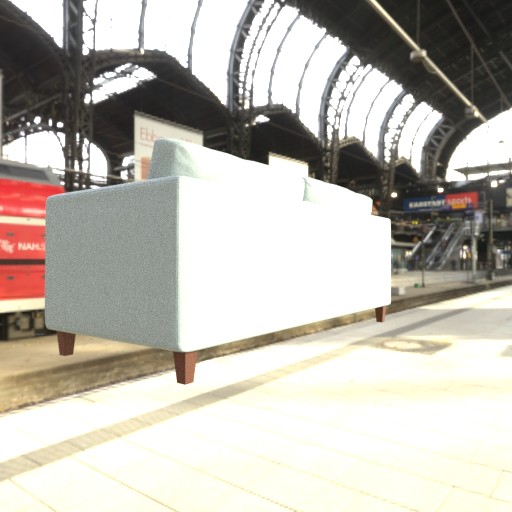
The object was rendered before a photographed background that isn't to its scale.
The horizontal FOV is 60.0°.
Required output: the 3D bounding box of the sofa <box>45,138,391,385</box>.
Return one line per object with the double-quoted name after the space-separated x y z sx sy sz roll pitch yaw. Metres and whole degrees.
0.000 0.000 2.722 0.951 0.965 2.208 0 0 36 "sofa"
